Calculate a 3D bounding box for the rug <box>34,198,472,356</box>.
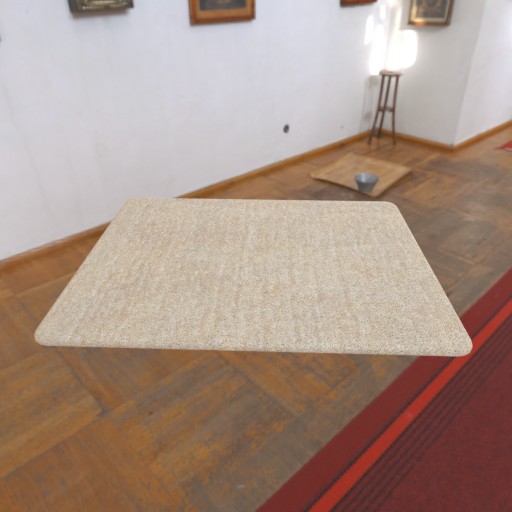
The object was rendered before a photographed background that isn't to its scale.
[{"bbox_3d":[0.000,0.000,3.345,2.528,0.048,2.009,1,31,2],"label":"rug"}]
